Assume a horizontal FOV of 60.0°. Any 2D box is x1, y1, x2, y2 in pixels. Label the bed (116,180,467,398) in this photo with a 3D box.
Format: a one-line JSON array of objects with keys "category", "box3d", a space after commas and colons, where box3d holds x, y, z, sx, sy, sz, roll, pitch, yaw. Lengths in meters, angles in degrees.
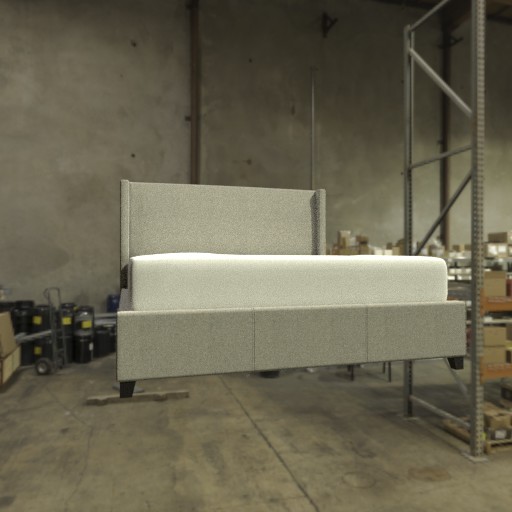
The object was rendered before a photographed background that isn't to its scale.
[{"category": "bed", "box3d": [0.000, 0.000, 3.604, 2.140, 1.470, 2.280, 0, 0, -16]}]
